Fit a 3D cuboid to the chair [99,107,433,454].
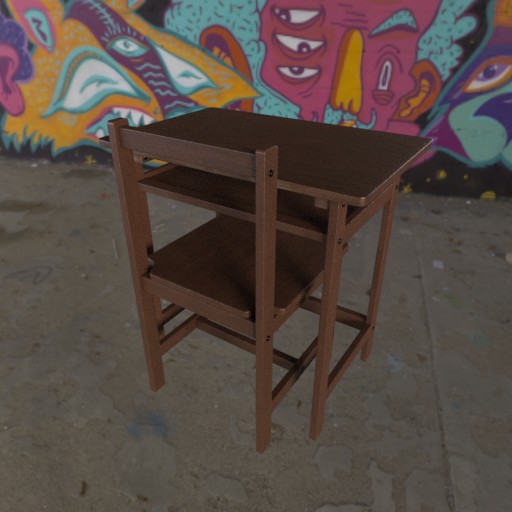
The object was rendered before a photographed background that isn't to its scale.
[{"bbox_3d":[0.000,0.000,1.046,0.599,0.673,0.463,18,35,29],"label":"chair"}]
